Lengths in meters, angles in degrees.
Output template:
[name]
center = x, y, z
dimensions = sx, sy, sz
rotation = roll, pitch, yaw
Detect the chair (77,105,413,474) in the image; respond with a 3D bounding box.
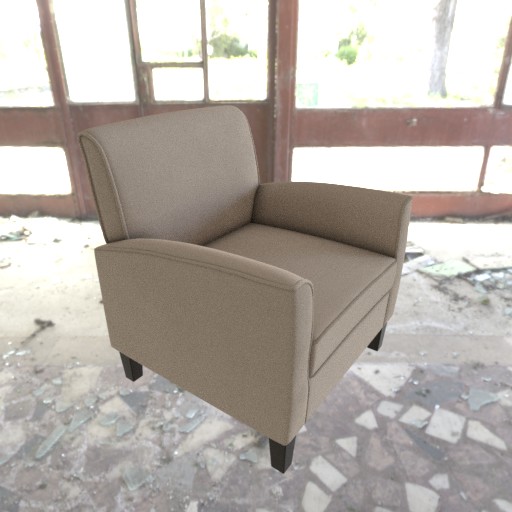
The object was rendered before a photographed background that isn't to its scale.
[chair]
center = 0.000, 0.000, 1.567
dimensions = 0.820, 0.915, 0.820
rotation = 18, 31, 32
